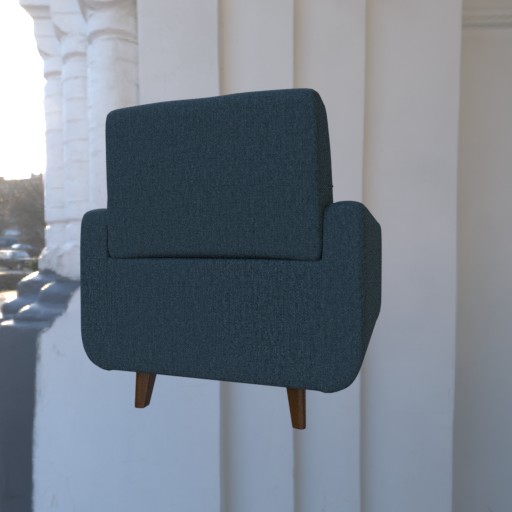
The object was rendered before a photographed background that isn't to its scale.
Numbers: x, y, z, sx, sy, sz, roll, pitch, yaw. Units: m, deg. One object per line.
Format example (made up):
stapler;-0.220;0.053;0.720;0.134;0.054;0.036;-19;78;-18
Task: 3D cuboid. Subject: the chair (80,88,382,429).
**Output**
chair;0.000;0.000;1.678;0.880;0.940;0.964;0;1;18
